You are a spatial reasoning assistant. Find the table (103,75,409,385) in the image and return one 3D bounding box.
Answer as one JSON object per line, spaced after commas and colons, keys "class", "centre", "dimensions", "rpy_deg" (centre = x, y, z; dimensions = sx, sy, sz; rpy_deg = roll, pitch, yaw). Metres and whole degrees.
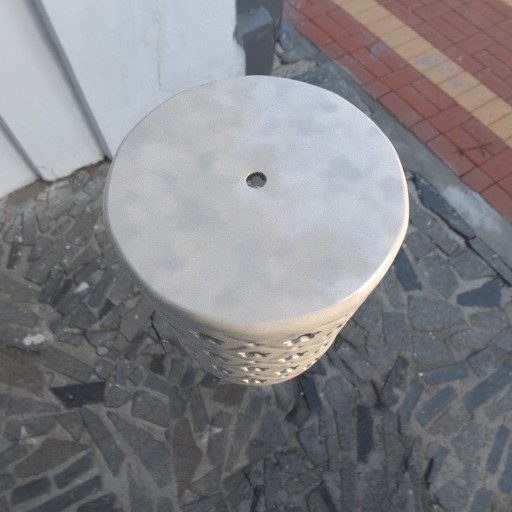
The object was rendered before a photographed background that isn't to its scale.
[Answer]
{"class": "table", "centre": [0.000, 0.000, 0.674], "dimensions": [0.352, 0.387, 0.352], "rpy_deg": [0, 63, 0]}
